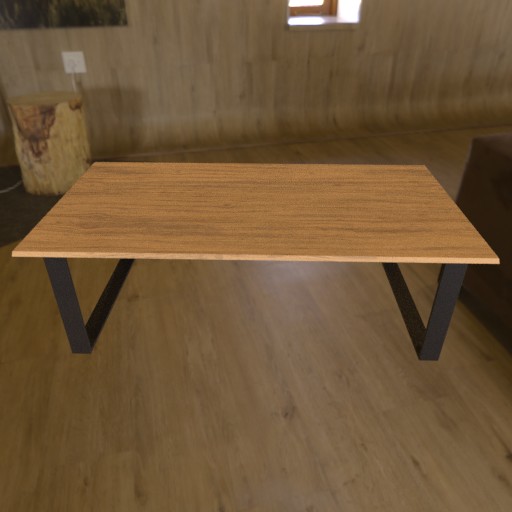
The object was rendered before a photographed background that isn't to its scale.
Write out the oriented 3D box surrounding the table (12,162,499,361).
[{"bbox_3d":[0.000,0.000,1.613,1.331,0.445,0.693,1,33,1],"label":"table"}]
